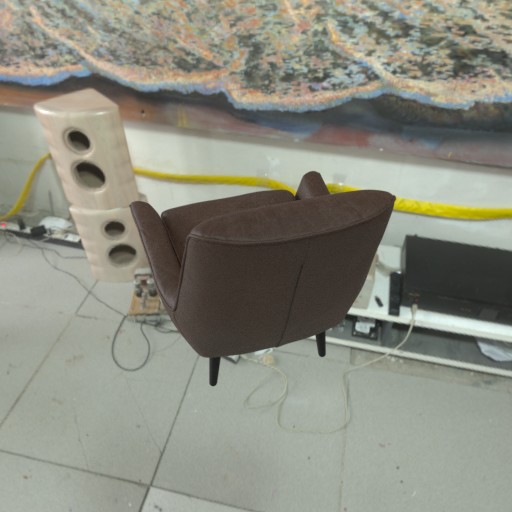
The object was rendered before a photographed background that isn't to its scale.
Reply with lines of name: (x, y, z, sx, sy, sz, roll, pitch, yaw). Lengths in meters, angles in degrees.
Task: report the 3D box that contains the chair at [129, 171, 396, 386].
chair: (0.000, 0.000, 1.540, 0.787, 0.888, 0.824, -12, 44, -12)
